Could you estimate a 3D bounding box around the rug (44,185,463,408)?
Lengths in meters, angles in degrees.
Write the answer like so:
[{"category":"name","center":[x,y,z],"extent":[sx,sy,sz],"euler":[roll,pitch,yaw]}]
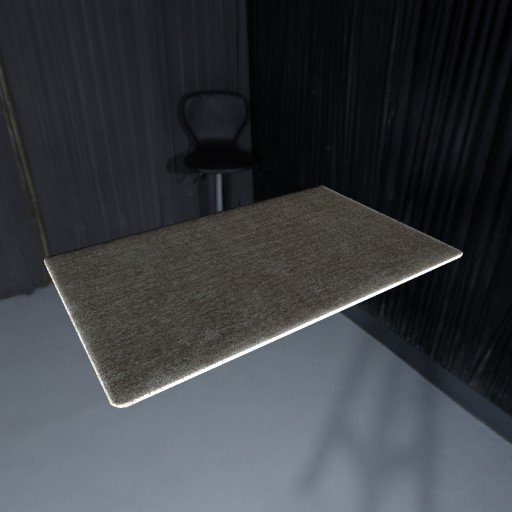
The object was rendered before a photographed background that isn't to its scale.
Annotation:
[{"category":"rug","center":[0.000,0.000,3.049],"extent":[2.469,0.024,1.539],"euler":[-18,35,-28]}]
